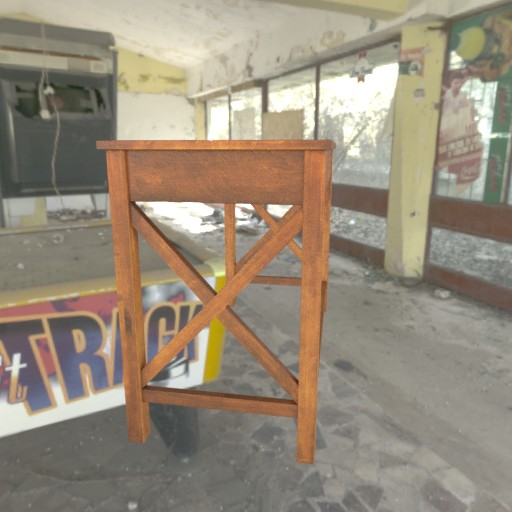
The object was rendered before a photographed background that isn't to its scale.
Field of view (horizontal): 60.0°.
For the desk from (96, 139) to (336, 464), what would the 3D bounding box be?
[{"bbox_3d":[0.000,0.000,1.539,0.508,0.762,1.117,2,14,10],"label":"desk"}]
